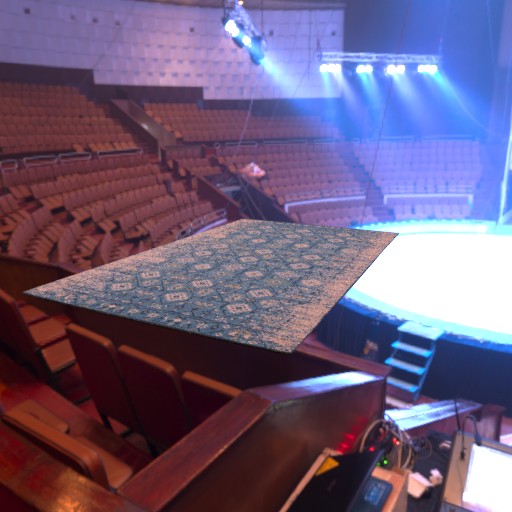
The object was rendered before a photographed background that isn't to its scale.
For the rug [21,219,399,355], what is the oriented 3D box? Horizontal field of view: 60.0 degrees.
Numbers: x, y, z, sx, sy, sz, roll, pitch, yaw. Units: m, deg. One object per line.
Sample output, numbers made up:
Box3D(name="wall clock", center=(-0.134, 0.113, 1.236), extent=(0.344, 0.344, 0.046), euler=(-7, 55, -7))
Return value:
Box3D(name="rug", center=(0.000, 0.000, 2.204), extent=(1.102, 0.008, 1.795), euler=(7, 17, 26))
